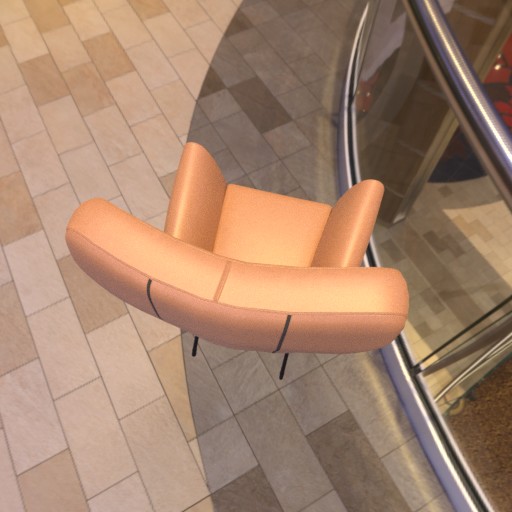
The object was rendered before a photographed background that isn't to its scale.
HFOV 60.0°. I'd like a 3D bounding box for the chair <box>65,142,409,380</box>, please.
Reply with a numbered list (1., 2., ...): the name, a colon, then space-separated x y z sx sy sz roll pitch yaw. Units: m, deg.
1. chair: 0.000 0.000 1.756 0.980 1.050 0.900 13 64 7
